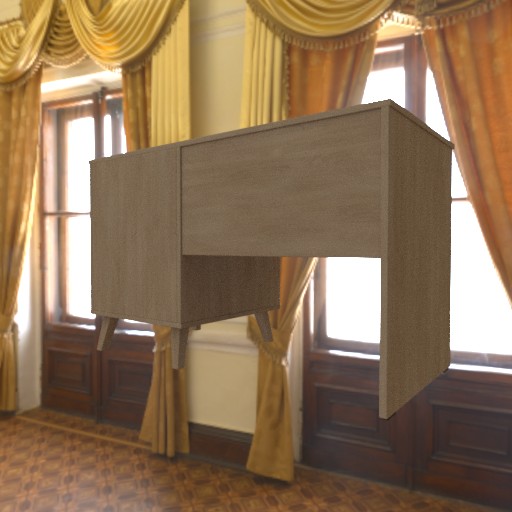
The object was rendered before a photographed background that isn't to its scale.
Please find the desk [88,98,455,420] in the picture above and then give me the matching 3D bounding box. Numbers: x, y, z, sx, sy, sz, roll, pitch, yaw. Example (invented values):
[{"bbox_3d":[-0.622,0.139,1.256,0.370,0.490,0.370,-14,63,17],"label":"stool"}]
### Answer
[{"bbox_3d":[0.000,0.000,1.664,1.251,0.770,0.600,1,2,37],"label":"desk"}]
